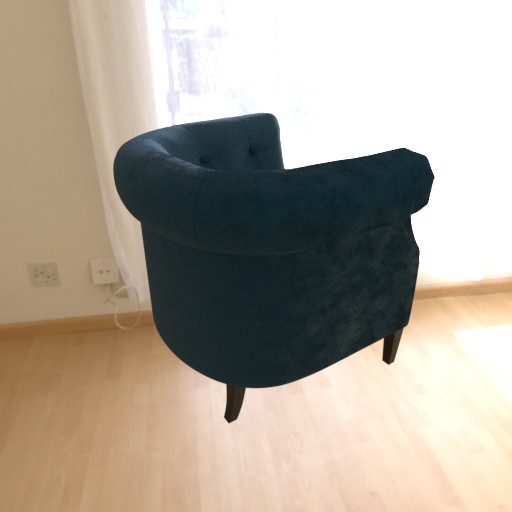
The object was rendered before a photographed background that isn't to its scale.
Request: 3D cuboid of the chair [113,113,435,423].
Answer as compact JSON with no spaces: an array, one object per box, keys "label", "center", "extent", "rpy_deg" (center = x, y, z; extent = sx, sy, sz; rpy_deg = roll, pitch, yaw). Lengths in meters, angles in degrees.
[{"label":"chair","center":[0.000,0.000,1.559],"extent":[0.851,0.826,0.904],"rpy_deg":[-18,33,-30]}]
